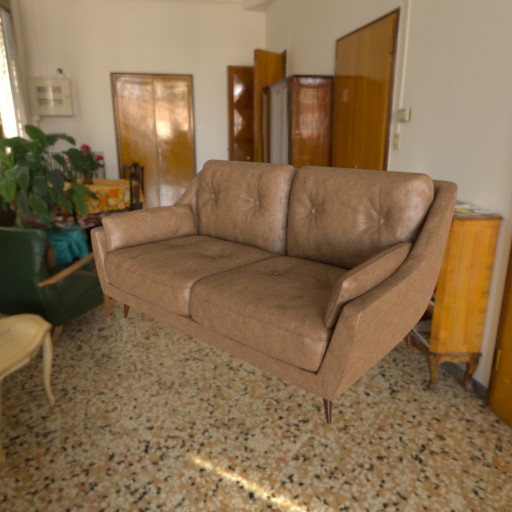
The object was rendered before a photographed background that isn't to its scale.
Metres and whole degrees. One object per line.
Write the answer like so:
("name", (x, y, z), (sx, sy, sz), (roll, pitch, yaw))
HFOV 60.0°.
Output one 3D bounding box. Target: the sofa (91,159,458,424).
("sofa", (0.000, 0.000, 2.282), (1.731, 0.886, 0.981), (14, 21, 41))
